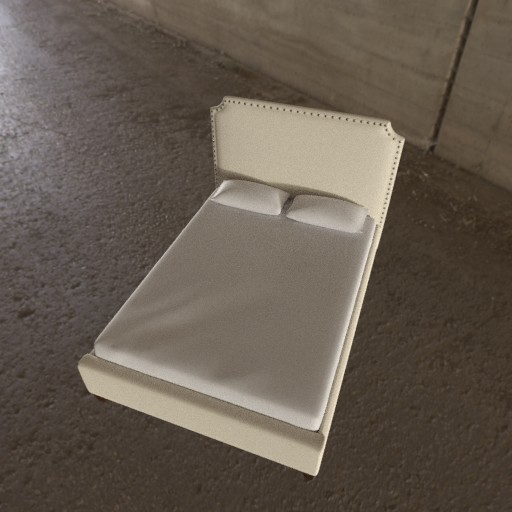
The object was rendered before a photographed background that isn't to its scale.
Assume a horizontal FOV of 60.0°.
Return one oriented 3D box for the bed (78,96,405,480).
[{"bbox_3d":[0.000,0.000,3.387,1.712,1.443,2.372,14,44,15],"label":"bed"}]
